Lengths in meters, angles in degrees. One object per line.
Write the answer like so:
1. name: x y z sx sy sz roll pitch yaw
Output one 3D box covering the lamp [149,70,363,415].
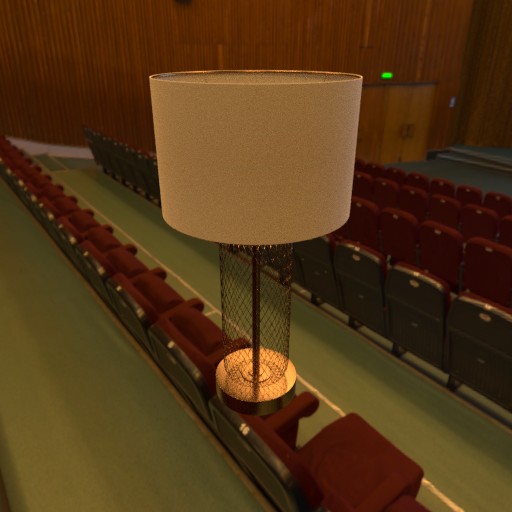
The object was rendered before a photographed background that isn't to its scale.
1. lamp: 0.000 0.000 0.639 0.252 0.483 0.252 -18 31 -33
